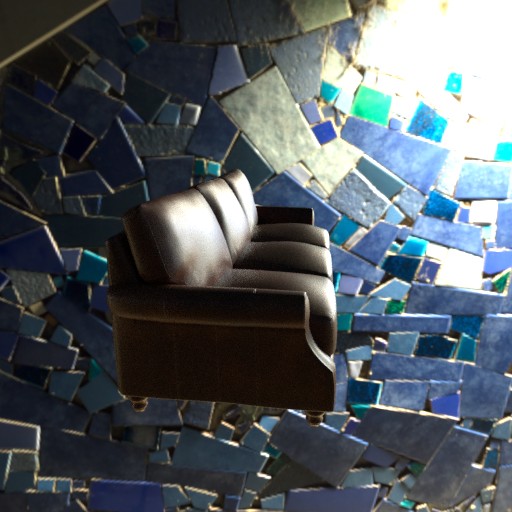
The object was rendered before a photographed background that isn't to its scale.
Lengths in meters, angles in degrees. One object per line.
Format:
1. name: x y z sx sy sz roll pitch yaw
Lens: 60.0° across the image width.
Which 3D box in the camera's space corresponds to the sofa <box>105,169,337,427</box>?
1. sofa: 0.000 0.000 2.843 0.973 0.977 2.351 2 15 7
